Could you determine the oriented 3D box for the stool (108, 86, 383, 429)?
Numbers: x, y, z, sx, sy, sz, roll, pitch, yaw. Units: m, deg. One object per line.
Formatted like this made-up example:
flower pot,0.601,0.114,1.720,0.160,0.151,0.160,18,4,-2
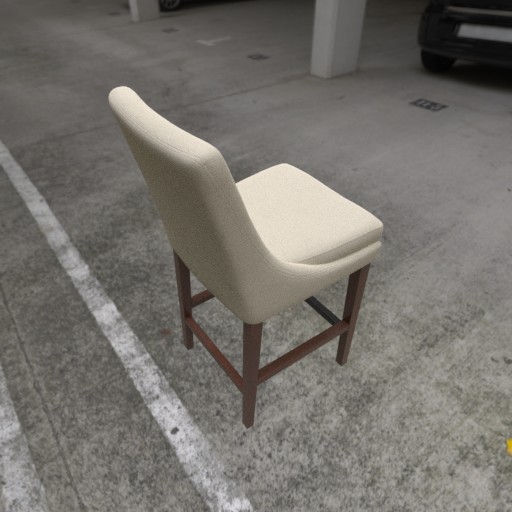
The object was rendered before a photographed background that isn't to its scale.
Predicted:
stool,0.000,0.000,1.309,0.577,0.981,0.470,-25,46,-27
